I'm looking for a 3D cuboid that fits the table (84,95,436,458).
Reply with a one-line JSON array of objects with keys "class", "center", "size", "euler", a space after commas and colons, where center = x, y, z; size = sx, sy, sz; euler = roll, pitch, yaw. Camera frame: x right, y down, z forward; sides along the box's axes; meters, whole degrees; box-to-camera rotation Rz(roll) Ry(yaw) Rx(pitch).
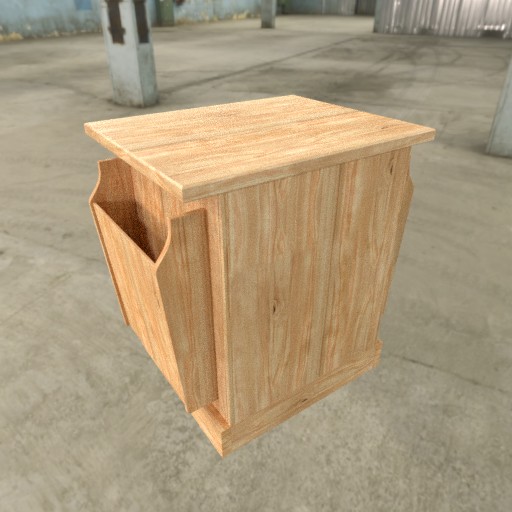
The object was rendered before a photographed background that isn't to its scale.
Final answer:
[{"class": "table", "center": [0.000, 0.000, 0.886], "size": [0.530, 0.515, 0.380], "euler": [-19, 35, -30]}]
